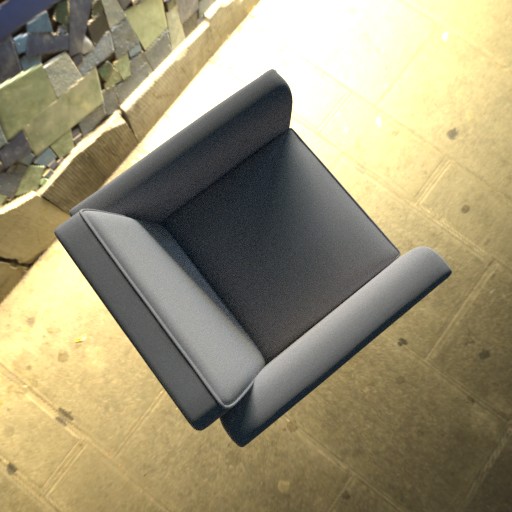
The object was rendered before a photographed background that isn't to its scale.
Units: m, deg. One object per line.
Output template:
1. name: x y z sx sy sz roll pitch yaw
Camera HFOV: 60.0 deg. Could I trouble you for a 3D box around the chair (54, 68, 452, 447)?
1. chair: 0.000 0.000 1.367 0.750 0.780 0.780 -38 81 -7
